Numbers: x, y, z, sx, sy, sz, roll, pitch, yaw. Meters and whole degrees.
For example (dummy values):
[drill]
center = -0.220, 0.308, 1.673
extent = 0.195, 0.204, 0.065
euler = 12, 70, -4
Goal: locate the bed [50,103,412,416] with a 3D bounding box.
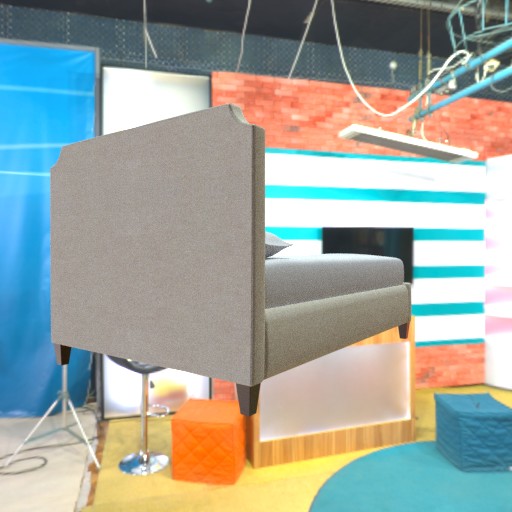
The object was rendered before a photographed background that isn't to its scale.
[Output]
[bed]
center = 0.000, 0.000, 3.448
extent = 1.713, 1.457, 2.381
euler = 0, 0, 36
